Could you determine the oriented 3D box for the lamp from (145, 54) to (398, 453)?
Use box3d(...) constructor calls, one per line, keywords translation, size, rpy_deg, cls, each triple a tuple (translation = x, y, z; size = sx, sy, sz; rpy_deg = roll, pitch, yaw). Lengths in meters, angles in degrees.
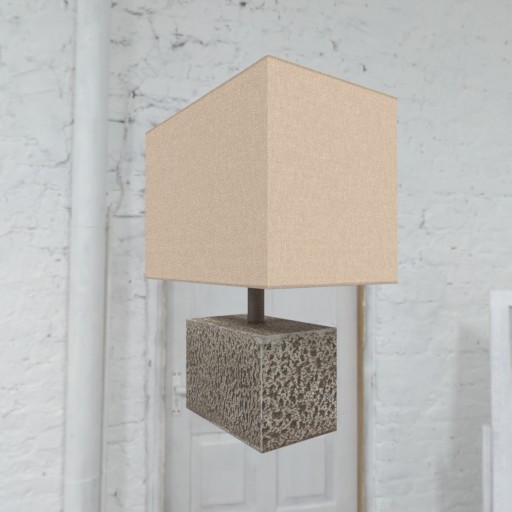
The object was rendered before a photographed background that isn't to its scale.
box3d(translation=(0.000, 0.000, 0.563), size=(0.180, 0.411, 0.294), rpy_deg=(0, -1, -35), cls="lamp")
